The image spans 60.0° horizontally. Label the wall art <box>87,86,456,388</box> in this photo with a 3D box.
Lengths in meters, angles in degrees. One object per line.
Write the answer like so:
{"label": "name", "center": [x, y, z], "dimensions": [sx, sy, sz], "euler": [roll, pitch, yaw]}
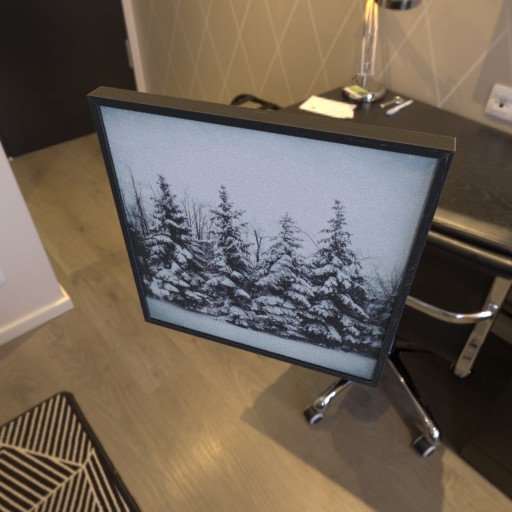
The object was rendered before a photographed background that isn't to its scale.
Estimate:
{"label": "wall art", "center": [0.000, 0.000, 0.760], "dimensions": [0.506, 0.506, 0.036], "euler": [13, 43, 14]}
